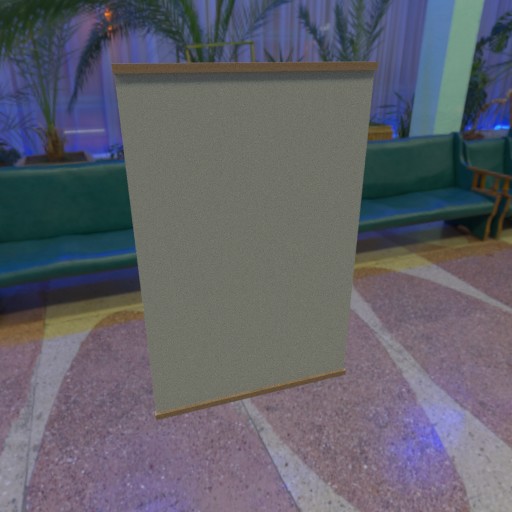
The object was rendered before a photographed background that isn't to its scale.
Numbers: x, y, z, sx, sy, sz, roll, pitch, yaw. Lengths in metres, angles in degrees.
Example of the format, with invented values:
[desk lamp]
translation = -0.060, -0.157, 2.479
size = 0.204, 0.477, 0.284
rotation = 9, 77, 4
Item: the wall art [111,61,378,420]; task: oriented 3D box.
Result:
[wall art]
translation = 0.000, 0.000, 1.899
size = 0.990, 1.519, 0.030
rotation = -8, 26, -17
